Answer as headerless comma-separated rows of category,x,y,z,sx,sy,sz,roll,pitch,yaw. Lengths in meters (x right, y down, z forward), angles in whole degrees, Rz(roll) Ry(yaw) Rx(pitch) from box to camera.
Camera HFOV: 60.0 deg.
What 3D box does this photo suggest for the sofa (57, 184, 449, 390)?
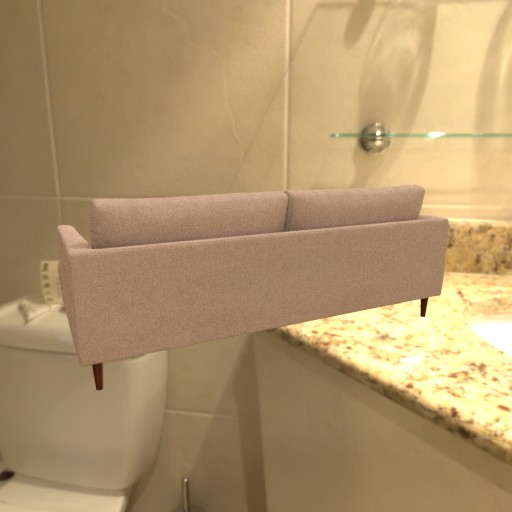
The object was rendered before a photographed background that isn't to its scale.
sofa,0.000,0.000,2.787,2.250,0.868,1.020,-7,15,-26
